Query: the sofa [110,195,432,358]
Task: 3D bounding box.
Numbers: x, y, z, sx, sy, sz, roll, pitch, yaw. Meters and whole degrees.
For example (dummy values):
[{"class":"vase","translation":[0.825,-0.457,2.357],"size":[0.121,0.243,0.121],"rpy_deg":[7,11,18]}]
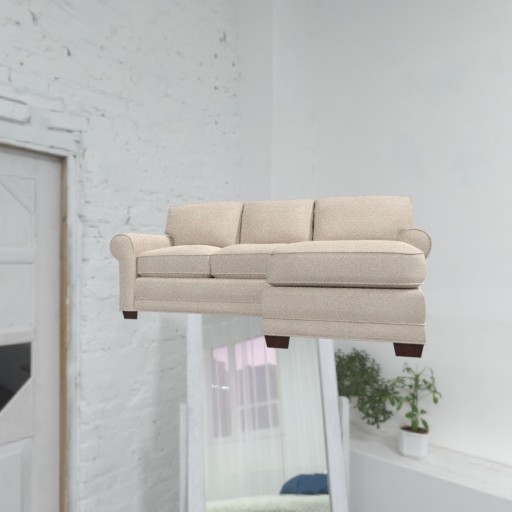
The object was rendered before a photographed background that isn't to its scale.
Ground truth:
[{"class":"sofa","translation":[0.000,0.000,2.396],"size":[1.770,0.734,1.226],"rpy_deg":[0,0,18]}]
